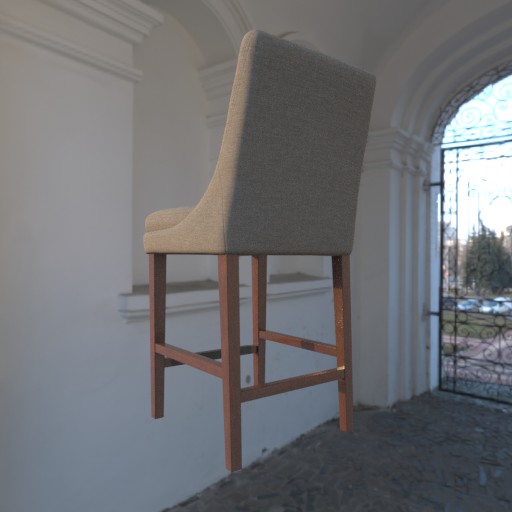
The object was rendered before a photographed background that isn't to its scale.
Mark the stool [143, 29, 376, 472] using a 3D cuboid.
[{"bbox_3d":[0.000,0.000,1.274,0.470,0.981,0.577,0,0,-37],"label":"stool"}]
